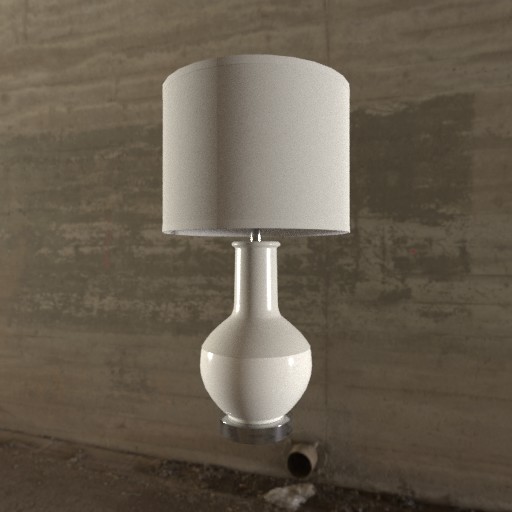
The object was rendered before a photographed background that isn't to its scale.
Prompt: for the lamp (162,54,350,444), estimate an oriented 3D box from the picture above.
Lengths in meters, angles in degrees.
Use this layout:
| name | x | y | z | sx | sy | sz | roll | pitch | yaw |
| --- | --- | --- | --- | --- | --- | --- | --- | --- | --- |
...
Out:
| name | x | y | z | sx | sy | sz | roll | pitch | yaw |
| --- | --- | --- | --- | --- | --- | --- | --- | --- | --- |
| lamp | 0.000 | 0.000 | 0.860 | 0.357 | 0.673 | 0.357 | 0 | 0 | -19 |
